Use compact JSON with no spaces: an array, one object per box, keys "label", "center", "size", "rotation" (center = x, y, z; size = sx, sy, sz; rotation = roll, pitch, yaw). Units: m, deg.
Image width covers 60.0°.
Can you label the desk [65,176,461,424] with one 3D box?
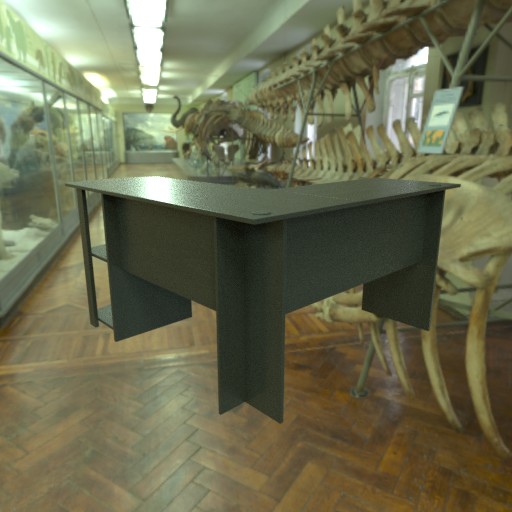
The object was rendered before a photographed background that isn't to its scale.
[{"label":"desk","center":[0.000,0.000,2.173],"size":[1.303,0.716,1.361],"rotation":[-14,20,-42]}]
